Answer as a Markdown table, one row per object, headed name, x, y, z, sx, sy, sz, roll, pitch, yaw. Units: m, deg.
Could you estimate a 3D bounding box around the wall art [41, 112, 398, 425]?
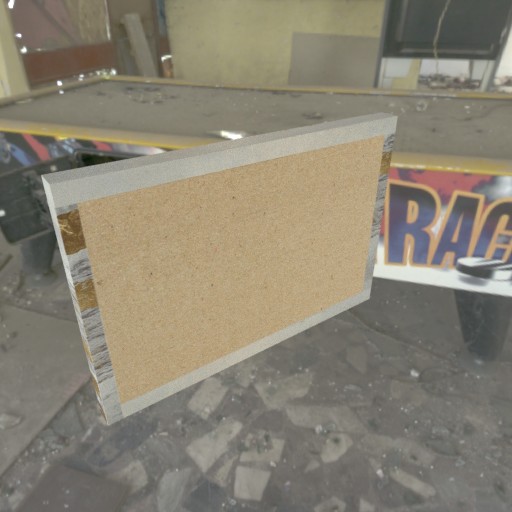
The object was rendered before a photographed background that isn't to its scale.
| name | x | y | z | sx | sy | sz | roll | pitch | yaw |
| --- | --- | --- | --- | --- | --- | --- | --- | --- | --- |
| wall art | 0.000 | 0.000 | 0.772 | 0.606 | 0.407 | 0.041 | -19 | 35 | -30 |
